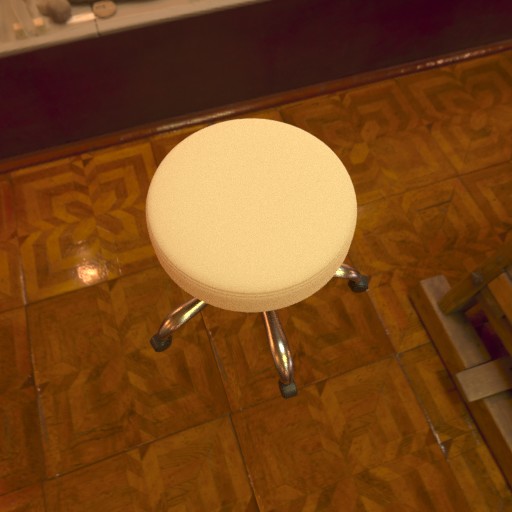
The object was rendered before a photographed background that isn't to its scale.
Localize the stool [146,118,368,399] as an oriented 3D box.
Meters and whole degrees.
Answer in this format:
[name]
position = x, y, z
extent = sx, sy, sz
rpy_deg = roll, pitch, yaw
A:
[stool]
position = 0.000, 0.000, 1.065
extent = 0.634, 0.482, 0.614
rpy_deg = -15, 64, -7
